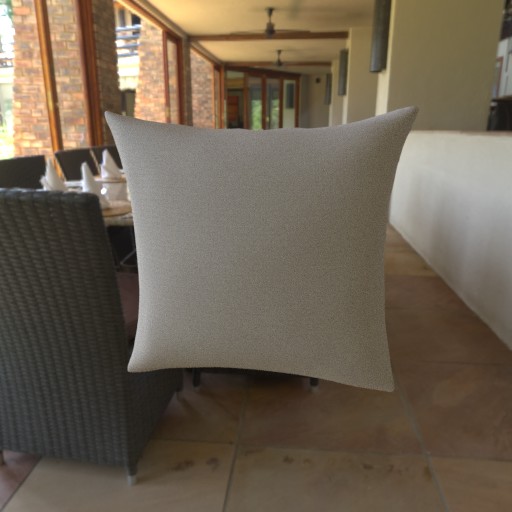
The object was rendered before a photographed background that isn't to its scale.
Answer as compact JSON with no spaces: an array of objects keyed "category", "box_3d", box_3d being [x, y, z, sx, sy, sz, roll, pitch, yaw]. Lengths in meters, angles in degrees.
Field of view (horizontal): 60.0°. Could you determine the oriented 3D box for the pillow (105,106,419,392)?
[{"category":"pillow","box_3d":[0.000,0.000,0.783,0.512,0.497,0.204,2,16,8]}]
